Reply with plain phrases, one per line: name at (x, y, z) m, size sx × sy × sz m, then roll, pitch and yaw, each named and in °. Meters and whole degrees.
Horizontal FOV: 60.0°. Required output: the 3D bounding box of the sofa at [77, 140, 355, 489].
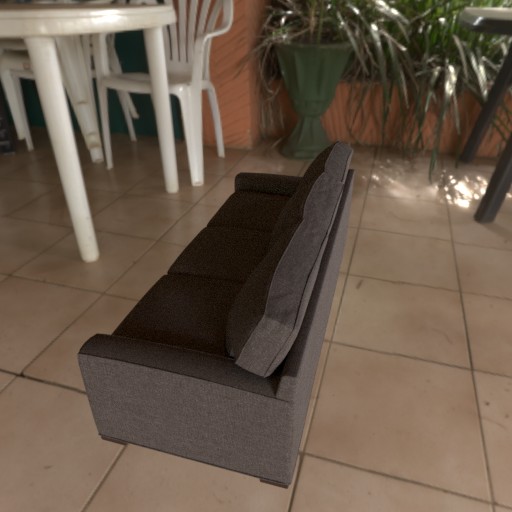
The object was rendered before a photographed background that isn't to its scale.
sofa at (0.000, 0.000, 2.853) m, size 1.004 × 0.978 × 2.369 m, roll 8°, pitch 32°, yaw 14°
